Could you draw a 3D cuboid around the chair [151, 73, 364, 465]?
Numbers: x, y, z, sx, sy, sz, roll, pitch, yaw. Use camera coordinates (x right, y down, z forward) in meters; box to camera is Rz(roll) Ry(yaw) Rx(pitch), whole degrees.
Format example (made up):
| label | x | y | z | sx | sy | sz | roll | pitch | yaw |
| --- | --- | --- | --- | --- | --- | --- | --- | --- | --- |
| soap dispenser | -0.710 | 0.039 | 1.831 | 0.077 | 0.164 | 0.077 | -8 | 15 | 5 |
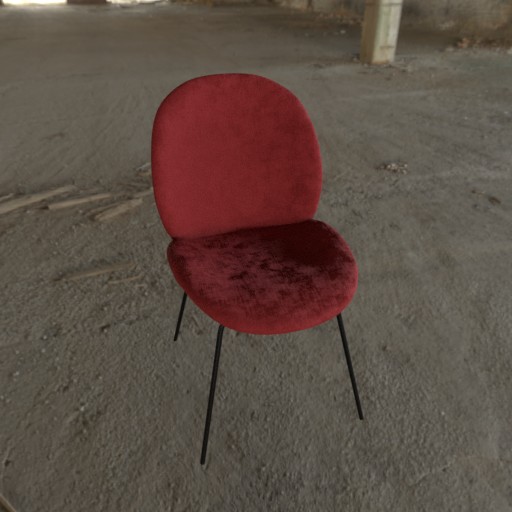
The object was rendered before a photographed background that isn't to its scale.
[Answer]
| label | x | y | z | sx | sy | sz | roll | pitch | yaw |
| --- | --- | --- | --- | --- | --- | --- | --- | --- | --- |
| chair | 0.000 | 0.000 | 1.146 | 0.458 | 0.791 | 0.587 | -9 | 34 | -14 |
